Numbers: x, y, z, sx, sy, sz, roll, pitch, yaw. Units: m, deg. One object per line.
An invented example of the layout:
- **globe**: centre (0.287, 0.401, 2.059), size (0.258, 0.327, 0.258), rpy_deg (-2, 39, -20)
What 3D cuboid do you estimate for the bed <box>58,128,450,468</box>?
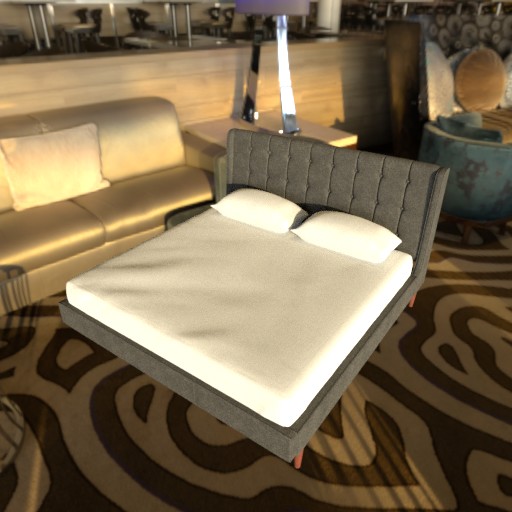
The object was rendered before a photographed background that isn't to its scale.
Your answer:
- **bed**: centre (0.000, 0.000, 2.543), size (1.531, 0.933, 1.638), rpy_deg (20, 35, 31)
